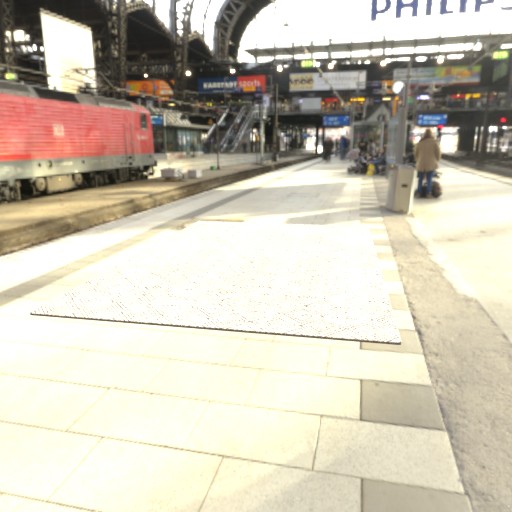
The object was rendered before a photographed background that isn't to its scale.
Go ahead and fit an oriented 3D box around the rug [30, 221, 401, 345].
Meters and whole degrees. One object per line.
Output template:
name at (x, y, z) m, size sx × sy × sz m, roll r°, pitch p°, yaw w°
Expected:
rug at (0.000, 0.000, 2.196) m, size 1.175 × 0.008 × 1.783 m, roll 3°, pitch 15°, yaw 11°
